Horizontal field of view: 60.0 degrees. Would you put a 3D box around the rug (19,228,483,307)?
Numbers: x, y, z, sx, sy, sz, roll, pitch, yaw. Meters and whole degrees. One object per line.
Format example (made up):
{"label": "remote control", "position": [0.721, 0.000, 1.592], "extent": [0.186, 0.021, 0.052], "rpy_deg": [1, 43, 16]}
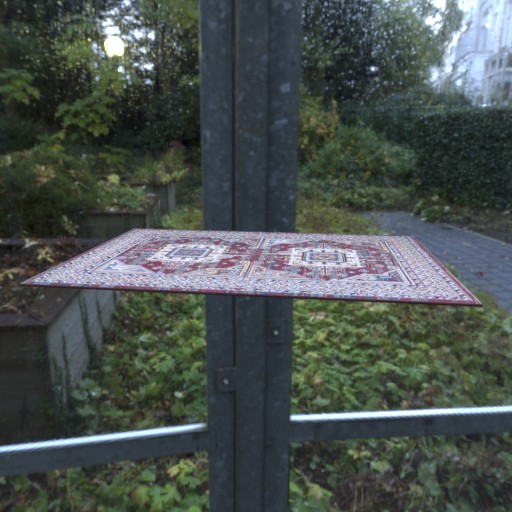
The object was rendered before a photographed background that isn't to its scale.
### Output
{"label": "rug", "position": [0.000, 0.000, 5.786], "extent": [4.578, 0.033, 3.033], "rpy_deg": [2, 15, 7]}
